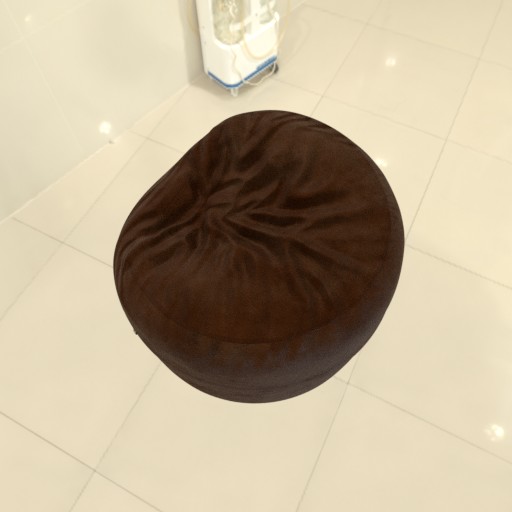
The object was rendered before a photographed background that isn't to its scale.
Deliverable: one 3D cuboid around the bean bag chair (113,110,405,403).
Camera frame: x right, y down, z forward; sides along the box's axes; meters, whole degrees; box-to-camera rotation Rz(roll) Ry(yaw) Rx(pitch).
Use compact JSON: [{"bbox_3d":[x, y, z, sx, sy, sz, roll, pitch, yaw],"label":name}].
[{"bbox_3d":[0.000,0.000,1.508,0.918,0.616,0.918,0,63,0],"label":"bean bag chair"}]
